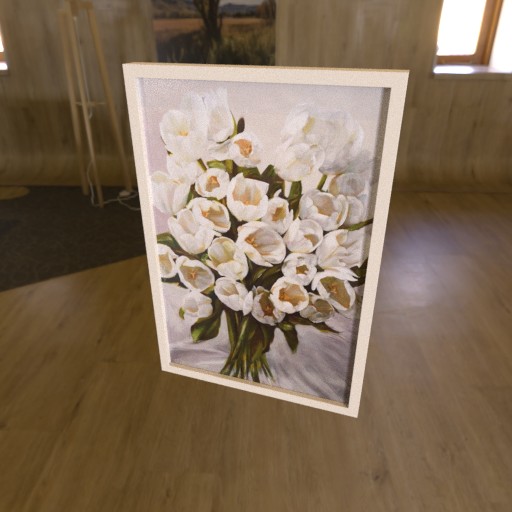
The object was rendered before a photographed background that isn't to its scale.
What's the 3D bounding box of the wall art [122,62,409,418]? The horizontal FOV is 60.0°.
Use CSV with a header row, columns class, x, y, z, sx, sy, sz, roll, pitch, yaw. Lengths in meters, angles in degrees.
class,x,y,z,sx,sy,sz,roll,pitch,yaw
wall art,0.000,0.000,0.834,0.450,0.657,0.038,9,29,16
